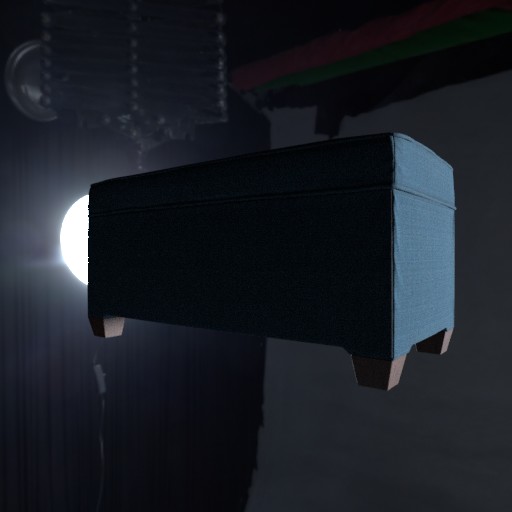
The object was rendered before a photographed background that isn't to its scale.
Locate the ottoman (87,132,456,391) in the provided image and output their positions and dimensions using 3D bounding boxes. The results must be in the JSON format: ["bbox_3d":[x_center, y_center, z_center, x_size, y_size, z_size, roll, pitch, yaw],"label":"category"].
[{"bbox_3d":[0.000,0.000,1.210,0.943,0.474,0.474,0,0,37],"label":"ottoman"}]
